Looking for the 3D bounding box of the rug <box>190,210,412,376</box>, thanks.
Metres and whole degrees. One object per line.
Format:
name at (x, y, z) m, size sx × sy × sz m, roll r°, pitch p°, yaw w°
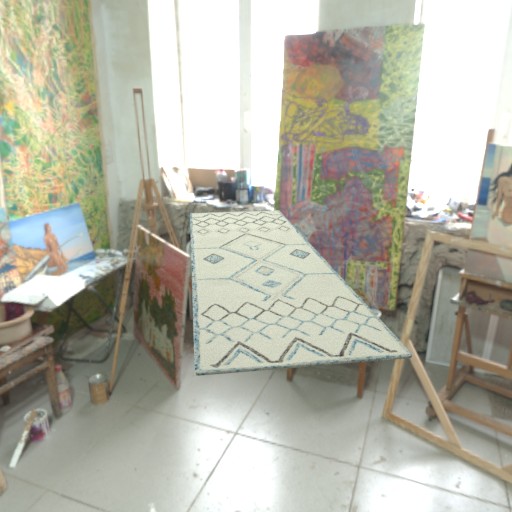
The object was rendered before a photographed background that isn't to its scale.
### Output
rug at (0.000, 0.000, 2.665) m, size 0.770 × 0.013 × 2.434 m, roll -3°, pitch 18°, yaw -8°
